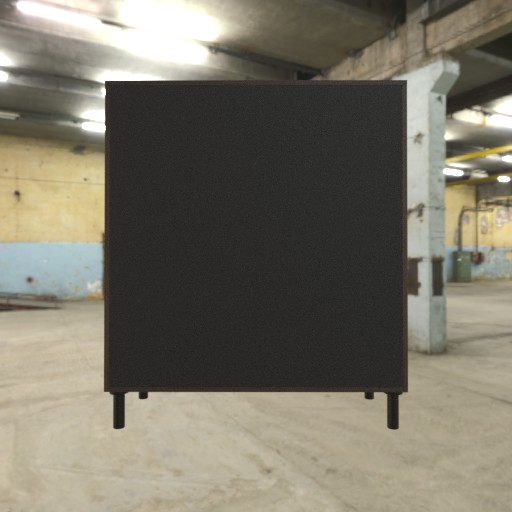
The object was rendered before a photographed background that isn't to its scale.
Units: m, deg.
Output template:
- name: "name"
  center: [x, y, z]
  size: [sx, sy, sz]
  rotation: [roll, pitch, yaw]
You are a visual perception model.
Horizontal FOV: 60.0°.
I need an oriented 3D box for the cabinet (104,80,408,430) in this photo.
- name: "cabinet"
  center: [0.000, 0.000, 1.674]
  size: [1.010, 1.170, 0.400]
  rotation: [0, -1, 0]
